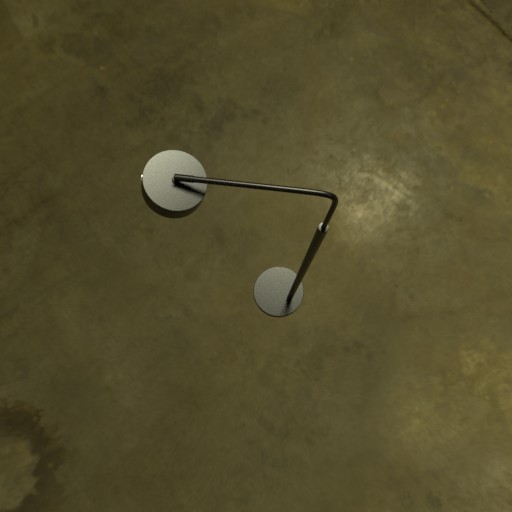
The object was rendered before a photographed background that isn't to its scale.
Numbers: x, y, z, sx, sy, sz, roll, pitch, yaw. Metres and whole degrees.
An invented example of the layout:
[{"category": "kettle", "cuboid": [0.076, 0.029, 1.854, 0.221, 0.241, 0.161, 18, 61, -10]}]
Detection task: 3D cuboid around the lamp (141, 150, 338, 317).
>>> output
[{"category": "lamp", "cuboid": [0.000, 0.000, 1.372, 0.418, 1.230, 0.219, 7, 76, 2]}]
